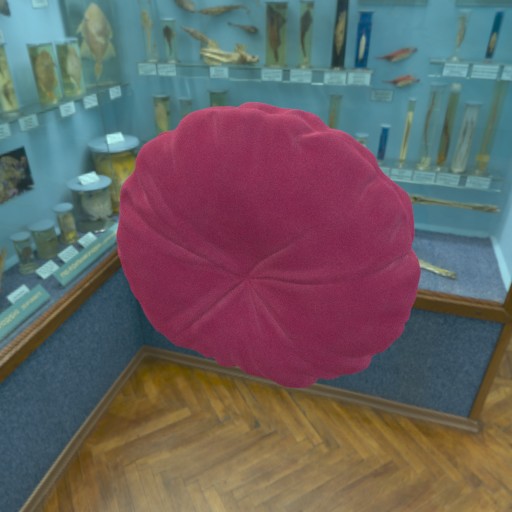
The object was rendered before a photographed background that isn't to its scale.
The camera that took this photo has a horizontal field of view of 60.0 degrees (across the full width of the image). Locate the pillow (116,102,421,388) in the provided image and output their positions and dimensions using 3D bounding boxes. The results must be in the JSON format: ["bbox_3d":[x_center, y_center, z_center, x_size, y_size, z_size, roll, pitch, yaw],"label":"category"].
[{"bbox_3d":[0.000,0.000,0.613,0.428,0.407,0.148,10,33,16],"label":"pillow"}]
